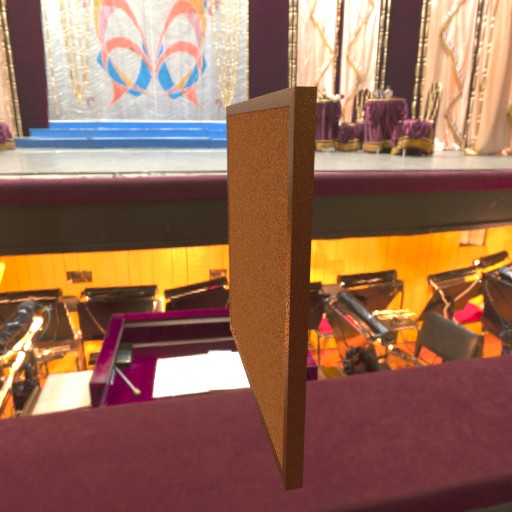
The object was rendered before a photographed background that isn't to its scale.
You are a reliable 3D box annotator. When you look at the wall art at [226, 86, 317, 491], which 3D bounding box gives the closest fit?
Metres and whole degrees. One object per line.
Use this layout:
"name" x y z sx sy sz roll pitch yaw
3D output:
"wall art" 0.000 0.000 1.150 0.036 0.765 0.767 -3 17 -11
